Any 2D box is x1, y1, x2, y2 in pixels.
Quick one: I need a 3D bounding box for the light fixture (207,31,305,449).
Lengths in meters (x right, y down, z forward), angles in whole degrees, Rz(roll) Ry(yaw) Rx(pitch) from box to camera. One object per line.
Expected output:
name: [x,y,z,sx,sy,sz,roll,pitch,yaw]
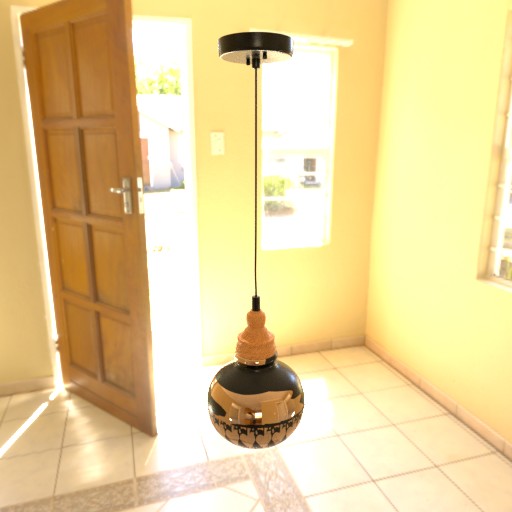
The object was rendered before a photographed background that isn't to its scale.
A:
light fixture: [0.000,0.000,1.801,0.430,1.606,0.430,-7,15,-26]
